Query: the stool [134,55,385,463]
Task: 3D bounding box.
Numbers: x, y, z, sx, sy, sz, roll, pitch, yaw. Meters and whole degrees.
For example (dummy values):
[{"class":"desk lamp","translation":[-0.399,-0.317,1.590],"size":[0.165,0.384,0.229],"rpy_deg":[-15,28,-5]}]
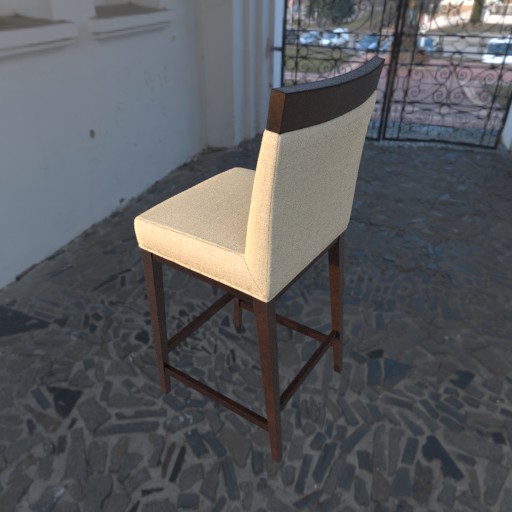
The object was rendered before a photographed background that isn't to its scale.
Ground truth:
[{"class":"stool","translation":[0.000,0.000,1.374],"size":[0.531,1.117,0.511],"rpy_deg":[20,37,28]}]
